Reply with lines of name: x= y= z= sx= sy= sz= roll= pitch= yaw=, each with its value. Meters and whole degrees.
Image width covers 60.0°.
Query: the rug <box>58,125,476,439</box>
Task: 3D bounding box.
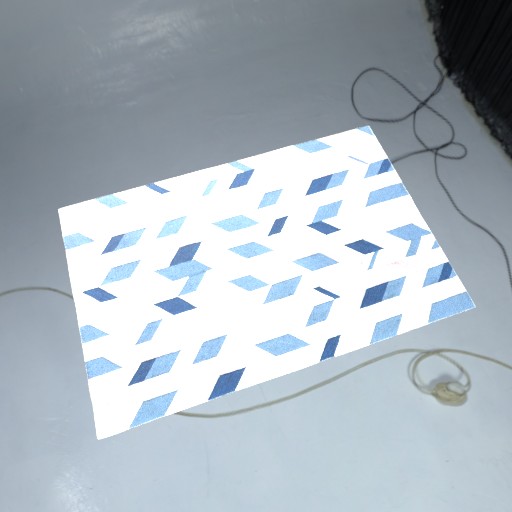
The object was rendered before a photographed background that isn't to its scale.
rug: x=0.000 y=0.000 z=2.235 sx=1.813 sy=0.006 sz=1.202 roll=-17 pitch=65 yaw=-8
